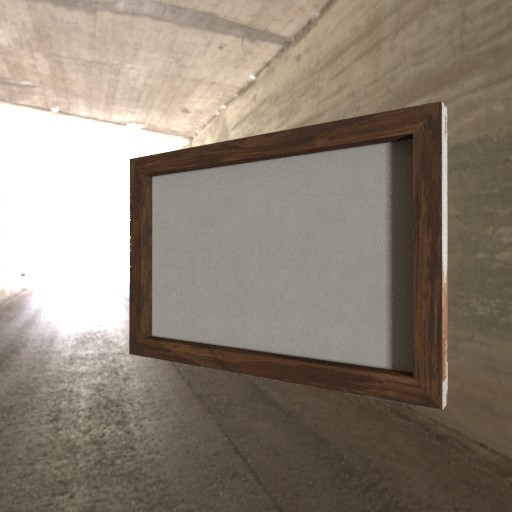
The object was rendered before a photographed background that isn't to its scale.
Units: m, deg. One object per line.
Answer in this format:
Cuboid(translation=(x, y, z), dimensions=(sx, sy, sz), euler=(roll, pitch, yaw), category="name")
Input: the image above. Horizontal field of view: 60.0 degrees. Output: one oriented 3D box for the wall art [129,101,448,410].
Cuboid(translation=(0.000, 0.000, 0.763), dimensions=(0.609, 0.405, 0.035), euler=(0, 0, 34), category="wall art")
